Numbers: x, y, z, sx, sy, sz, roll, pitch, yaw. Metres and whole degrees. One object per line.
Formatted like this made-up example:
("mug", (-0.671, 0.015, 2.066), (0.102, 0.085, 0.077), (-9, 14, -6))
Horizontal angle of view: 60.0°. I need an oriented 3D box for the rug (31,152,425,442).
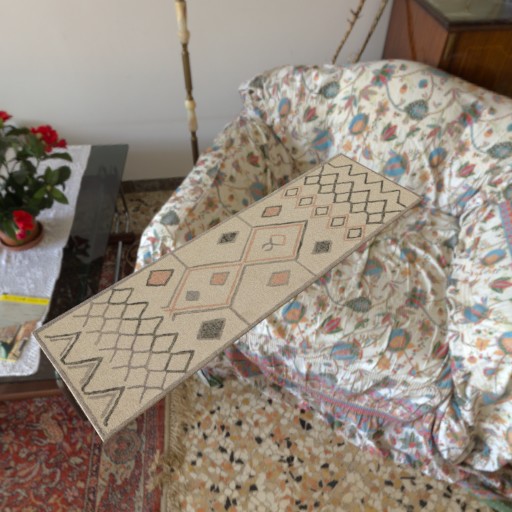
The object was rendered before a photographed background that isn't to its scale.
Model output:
("rug", (0.000, 0.000, 2.644), (2.435, 0.011, 0.750), (-33, 55, -28))
